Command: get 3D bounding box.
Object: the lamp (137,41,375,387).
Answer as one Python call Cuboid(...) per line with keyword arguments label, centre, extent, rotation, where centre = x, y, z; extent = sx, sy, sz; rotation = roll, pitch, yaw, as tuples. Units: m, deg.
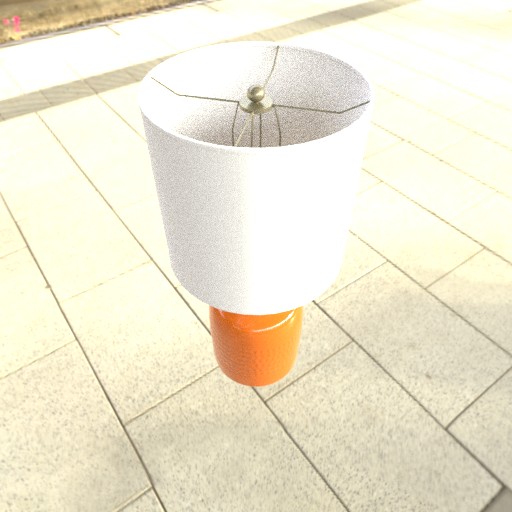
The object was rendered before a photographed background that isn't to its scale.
Cuboid(label="lamp", centre=(0.000, 0.000, 1.103), extent=(0.418, 0.871, 0.418), rotation=(-29, 53, -26))
